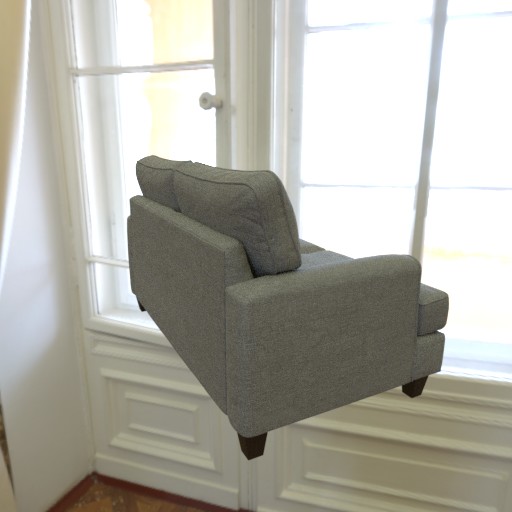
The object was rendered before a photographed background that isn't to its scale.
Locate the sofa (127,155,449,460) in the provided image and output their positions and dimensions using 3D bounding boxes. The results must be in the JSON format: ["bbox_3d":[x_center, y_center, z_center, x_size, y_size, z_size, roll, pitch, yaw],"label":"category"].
[{"bbox_3d":[0.000,0.000,2.236,0.965,0.965,1.651,-8,17,-27],"label":"sofa"}]
